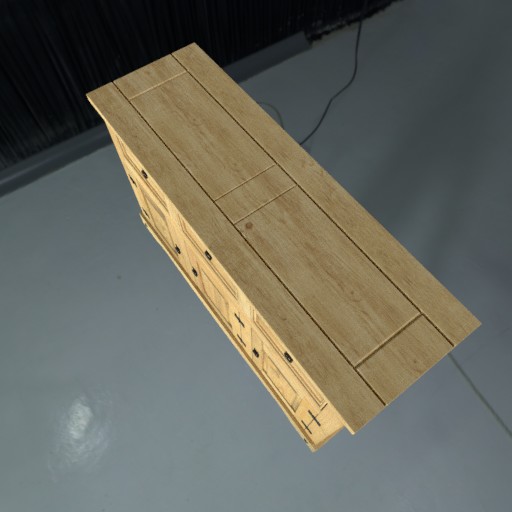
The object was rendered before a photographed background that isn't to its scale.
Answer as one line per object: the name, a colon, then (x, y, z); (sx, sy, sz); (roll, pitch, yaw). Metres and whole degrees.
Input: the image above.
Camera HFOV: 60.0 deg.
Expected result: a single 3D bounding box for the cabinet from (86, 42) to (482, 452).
cabinet: (0.000, 0.000, 1.659); (0.432, 0.810, 1.321); (-34, 68, -16)
